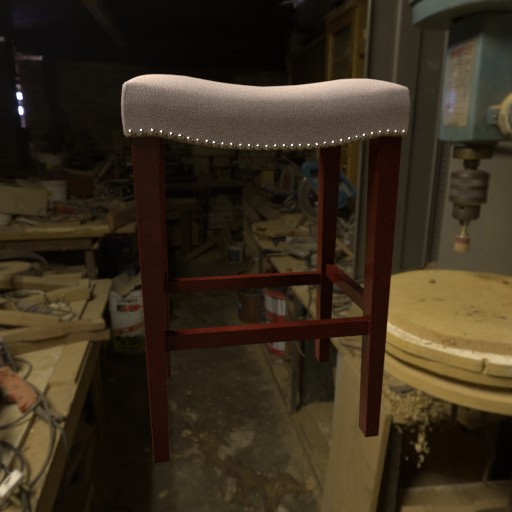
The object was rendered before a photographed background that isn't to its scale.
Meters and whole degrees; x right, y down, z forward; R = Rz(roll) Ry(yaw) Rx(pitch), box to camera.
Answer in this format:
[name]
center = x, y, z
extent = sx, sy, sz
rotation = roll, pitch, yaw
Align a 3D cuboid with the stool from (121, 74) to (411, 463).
[stool]
center = 0.000, 0.000, 0.999
extent = 0.504, 0.742, 0.372
rotation = -3, 16, -10
